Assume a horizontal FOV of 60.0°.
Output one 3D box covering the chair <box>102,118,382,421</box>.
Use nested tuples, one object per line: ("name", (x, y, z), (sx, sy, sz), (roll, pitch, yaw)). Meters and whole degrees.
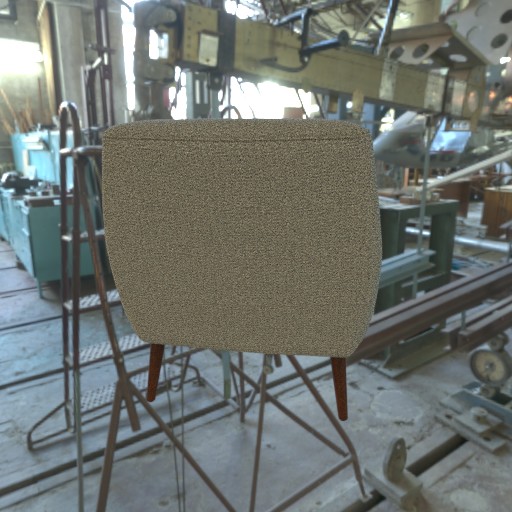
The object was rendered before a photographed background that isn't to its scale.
("chair", (0.000, 0.000, 1.452), (0.762, 0.838, 0.787), (2, 15, 9))
